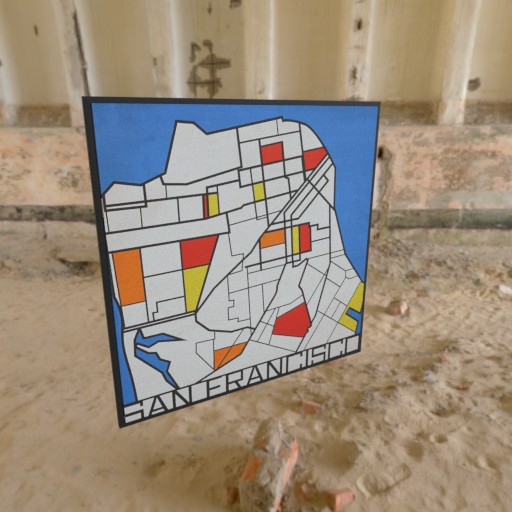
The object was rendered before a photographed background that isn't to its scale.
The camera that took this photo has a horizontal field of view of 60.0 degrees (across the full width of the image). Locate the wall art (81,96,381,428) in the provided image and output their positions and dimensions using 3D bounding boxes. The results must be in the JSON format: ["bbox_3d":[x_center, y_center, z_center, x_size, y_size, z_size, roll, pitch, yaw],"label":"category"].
[{"bbox_3d":[0.000,0.000,0.994,0.664,0.663,0.015,-9,20,-27],"label":"wall art"}]
